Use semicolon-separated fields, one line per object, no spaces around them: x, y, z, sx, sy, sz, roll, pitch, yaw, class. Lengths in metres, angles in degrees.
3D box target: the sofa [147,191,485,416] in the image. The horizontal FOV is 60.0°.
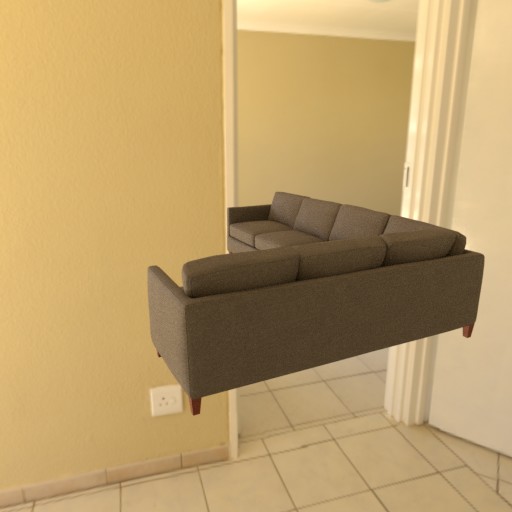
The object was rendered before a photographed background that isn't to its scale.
0.000;0.000;4.513;2.593;0.947;3.302;-7;17;-25;sofa
